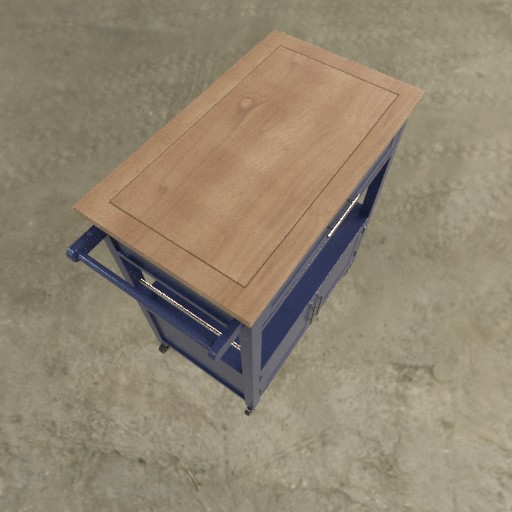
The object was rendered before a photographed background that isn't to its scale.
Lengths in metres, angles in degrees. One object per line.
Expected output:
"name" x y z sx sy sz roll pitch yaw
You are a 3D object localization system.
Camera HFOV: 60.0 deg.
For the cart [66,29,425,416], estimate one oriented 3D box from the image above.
"cart" 0.000 0.000 1.391 0.459 0.901 0.840 31 64 17
